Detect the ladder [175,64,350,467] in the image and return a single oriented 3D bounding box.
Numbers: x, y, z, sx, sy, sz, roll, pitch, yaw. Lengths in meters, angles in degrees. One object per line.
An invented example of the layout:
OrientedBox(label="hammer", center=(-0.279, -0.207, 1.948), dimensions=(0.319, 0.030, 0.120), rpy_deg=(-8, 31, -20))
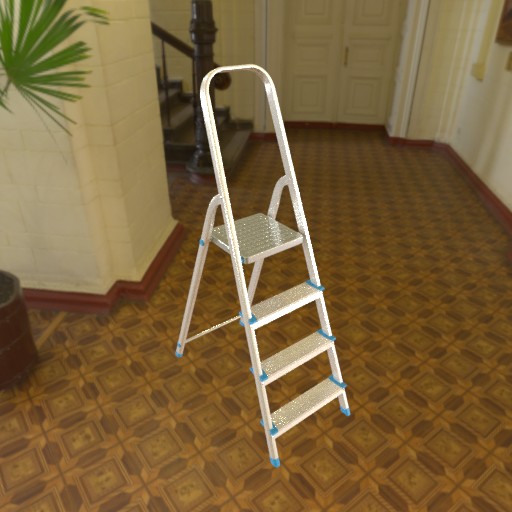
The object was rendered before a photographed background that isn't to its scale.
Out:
OrientedBox(label="ladder", center=(0.000, 0.000, 1.830), dimensions=(0.445, 1.434, 0.842), rpy_deg=(-21, 36, -32))
